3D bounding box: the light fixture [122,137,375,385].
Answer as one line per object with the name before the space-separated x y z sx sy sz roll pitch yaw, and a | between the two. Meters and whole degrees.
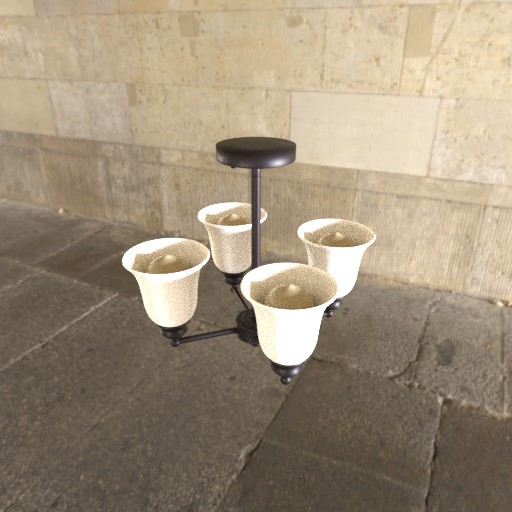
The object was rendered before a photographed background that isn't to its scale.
light fixture | 0.000 0.000 1.856 1.069 0.925 1.069 -8 27 -16
